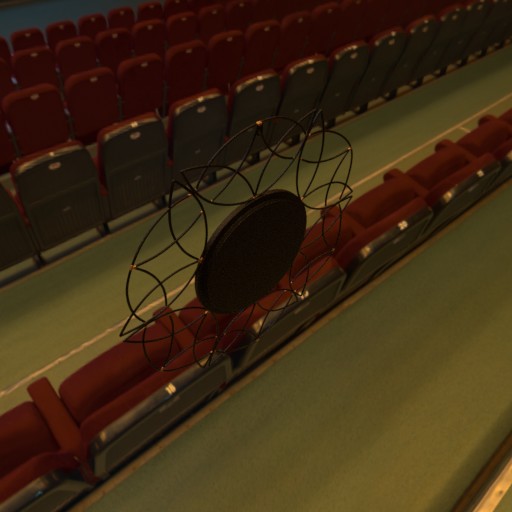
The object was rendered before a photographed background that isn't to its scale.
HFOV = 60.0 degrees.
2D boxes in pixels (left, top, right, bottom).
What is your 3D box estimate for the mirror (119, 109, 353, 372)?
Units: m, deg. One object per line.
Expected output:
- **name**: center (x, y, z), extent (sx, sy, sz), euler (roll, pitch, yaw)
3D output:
- **mirror**: center (0.000, 0.000, 1.169), extent (0.797, 0.775, 0.028), euler (-32, 53, -28)
